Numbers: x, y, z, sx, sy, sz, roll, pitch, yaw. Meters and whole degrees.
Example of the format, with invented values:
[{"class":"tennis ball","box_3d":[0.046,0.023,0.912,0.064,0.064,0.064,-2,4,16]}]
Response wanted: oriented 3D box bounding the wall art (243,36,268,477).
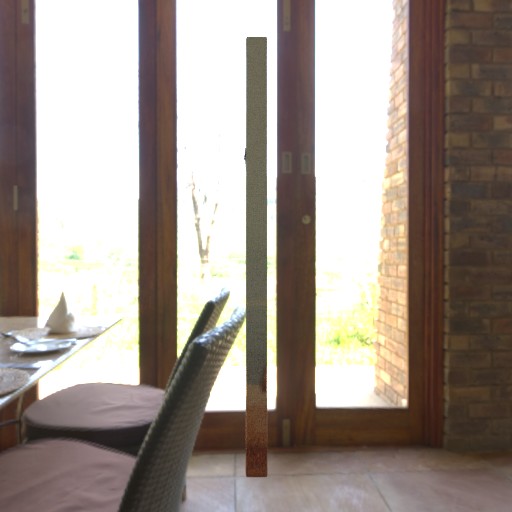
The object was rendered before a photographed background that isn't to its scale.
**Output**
[{"class":"wall art","box_3d":[0.000,0.000,0.609,0.023,0.405,0.405,0,0,0]}]
